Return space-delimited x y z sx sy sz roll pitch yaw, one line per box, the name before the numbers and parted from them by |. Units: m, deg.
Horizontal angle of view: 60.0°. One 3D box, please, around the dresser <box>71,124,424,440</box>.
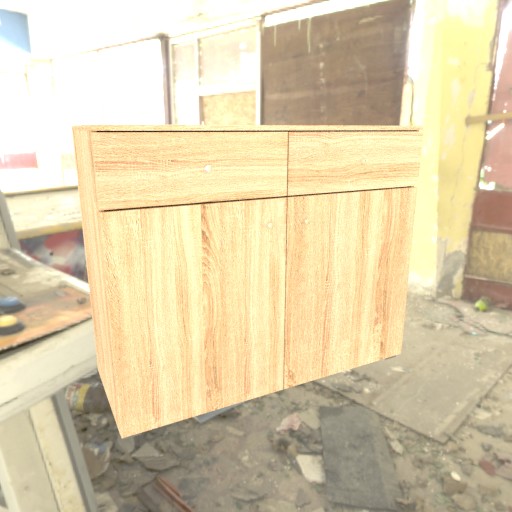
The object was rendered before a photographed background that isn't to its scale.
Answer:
dresser | 0.000 0.000 1.595 1.100 0.900 0.450 -8 18 -26
